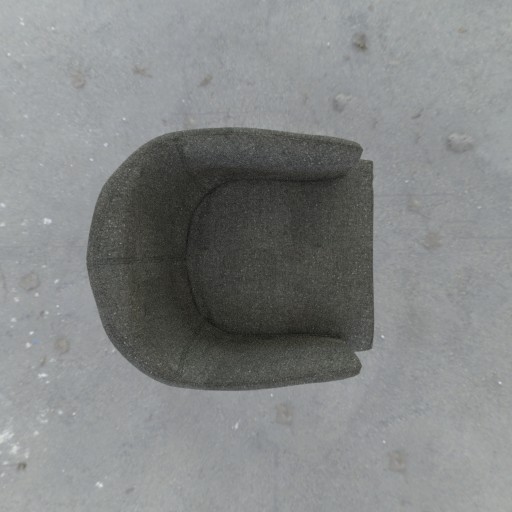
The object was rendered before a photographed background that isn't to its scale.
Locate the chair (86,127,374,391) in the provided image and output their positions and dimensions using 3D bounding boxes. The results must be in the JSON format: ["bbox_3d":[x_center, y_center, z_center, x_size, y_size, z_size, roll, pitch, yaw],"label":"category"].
[{"bbox_3d":[0.000,0.000,1.253,0.655,0.811,0.583,0,91,1],"label":"chair"}]
